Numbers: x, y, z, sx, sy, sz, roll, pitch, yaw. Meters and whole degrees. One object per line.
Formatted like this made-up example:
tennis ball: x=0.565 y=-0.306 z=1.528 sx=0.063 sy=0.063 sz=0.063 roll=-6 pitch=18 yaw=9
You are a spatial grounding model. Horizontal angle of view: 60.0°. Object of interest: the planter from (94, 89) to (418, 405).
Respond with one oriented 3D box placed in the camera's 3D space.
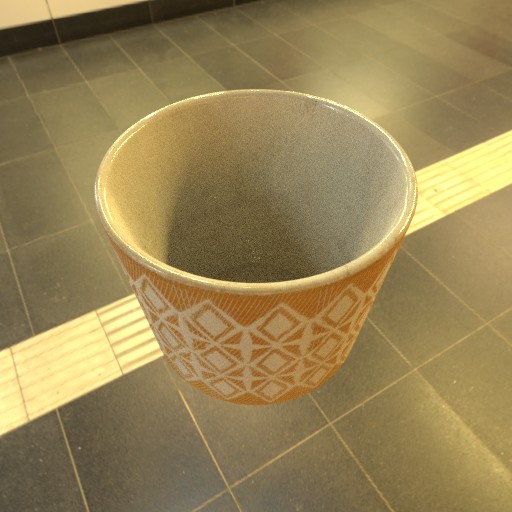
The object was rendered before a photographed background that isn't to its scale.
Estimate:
planter: x=0.000 y=0.000 z=0.332 sx=0.193 sy=0.165 sz=0.193 roll=0 pitch=48 yaw=0
